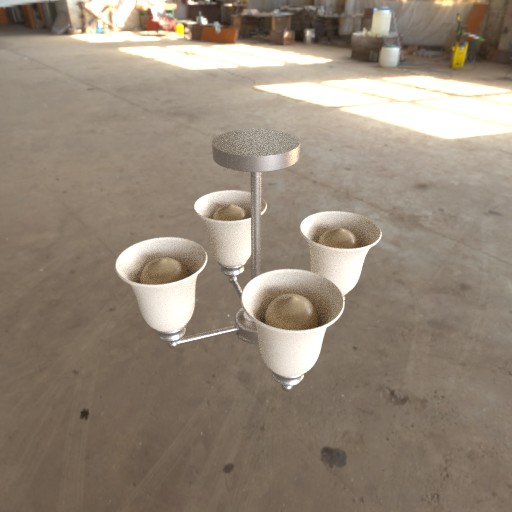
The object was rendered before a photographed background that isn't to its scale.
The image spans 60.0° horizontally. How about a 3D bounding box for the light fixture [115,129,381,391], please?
[{"bbox_3d":[0.000,0.000,0.706,0.427,0.370,0.427,-10,33,-16],"label":"light fixture"}]
